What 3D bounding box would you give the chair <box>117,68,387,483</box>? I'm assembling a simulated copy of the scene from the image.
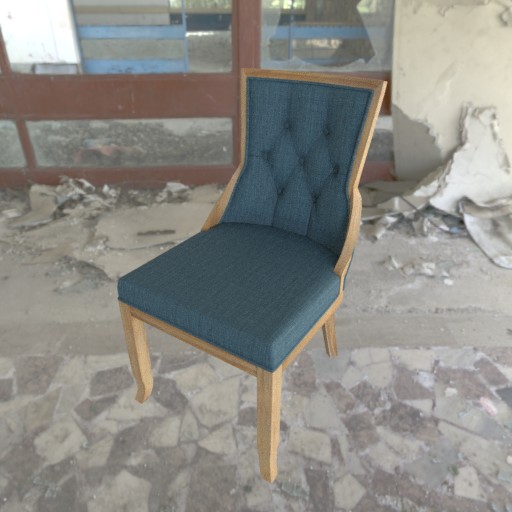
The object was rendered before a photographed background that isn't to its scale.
[{"bbox_3d":[0.000,0.000,1.313,0.524,0.947,0.641,18,35,28],"label":"chair"}]
